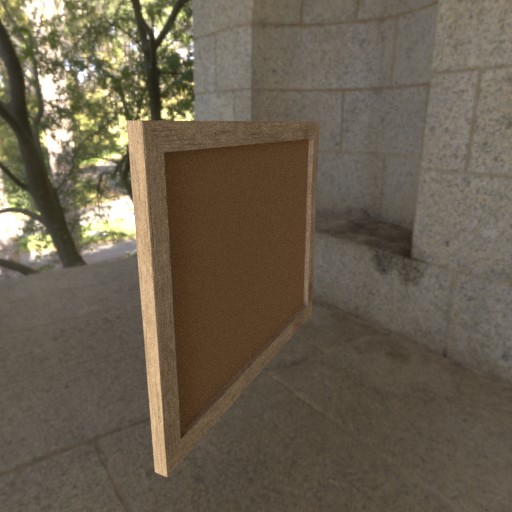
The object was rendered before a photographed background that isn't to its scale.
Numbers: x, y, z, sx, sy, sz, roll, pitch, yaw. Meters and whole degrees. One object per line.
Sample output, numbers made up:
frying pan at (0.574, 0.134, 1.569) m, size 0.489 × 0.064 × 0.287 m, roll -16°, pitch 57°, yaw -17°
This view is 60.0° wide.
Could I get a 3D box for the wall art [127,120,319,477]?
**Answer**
wall art at (0.000, 0.000, 0.920) m, size 0.026 × 0.535 × 0.690 m, roll 8°, pitch 18°, yaw 25°
